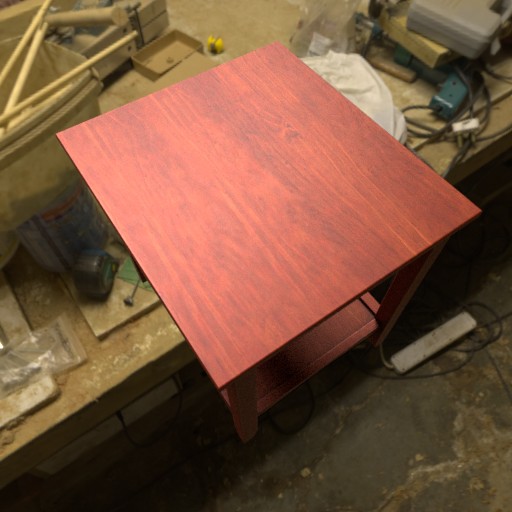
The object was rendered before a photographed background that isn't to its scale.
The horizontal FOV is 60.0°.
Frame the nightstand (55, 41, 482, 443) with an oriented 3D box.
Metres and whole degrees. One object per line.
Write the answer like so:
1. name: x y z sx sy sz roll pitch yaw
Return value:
1. nightstand: 0.000 0.000 0.993 0.501 0.558 0.558 -30 63 -17
